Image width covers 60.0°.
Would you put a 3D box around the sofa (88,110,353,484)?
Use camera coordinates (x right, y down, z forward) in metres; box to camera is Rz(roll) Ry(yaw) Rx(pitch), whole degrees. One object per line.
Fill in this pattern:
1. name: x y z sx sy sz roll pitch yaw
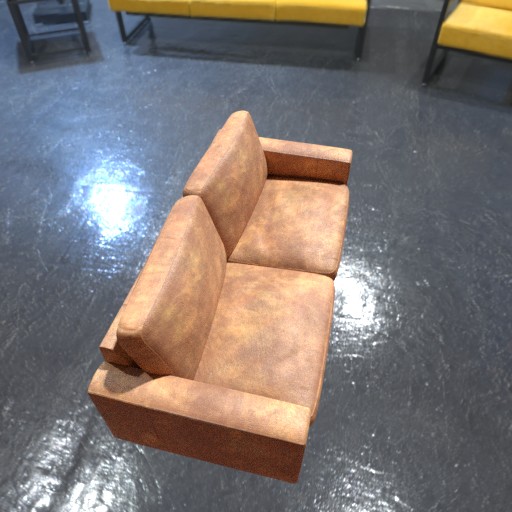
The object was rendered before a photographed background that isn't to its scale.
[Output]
1. sofa: 0.000 0.000 2.676 1.016 0.873 2.179 10 48 9
